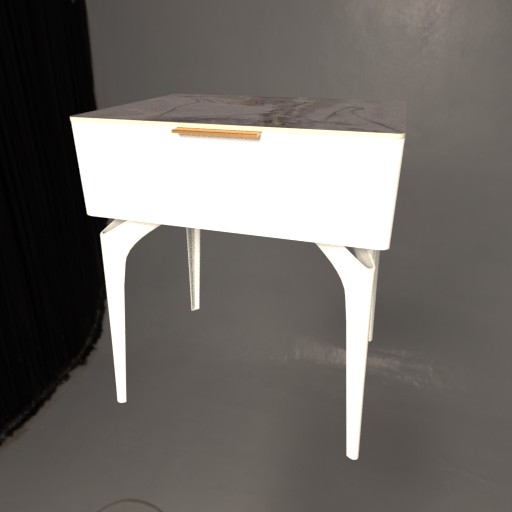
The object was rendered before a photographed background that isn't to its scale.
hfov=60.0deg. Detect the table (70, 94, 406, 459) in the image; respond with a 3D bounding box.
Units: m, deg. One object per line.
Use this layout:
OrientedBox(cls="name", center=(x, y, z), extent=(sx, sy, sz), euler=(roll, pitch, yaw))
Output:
OrientedBox(cls="table", center=(0.000, 0.000, 0.895), extent=(0.500, 0.570, 0.400), euler=(8, 27, 15))
